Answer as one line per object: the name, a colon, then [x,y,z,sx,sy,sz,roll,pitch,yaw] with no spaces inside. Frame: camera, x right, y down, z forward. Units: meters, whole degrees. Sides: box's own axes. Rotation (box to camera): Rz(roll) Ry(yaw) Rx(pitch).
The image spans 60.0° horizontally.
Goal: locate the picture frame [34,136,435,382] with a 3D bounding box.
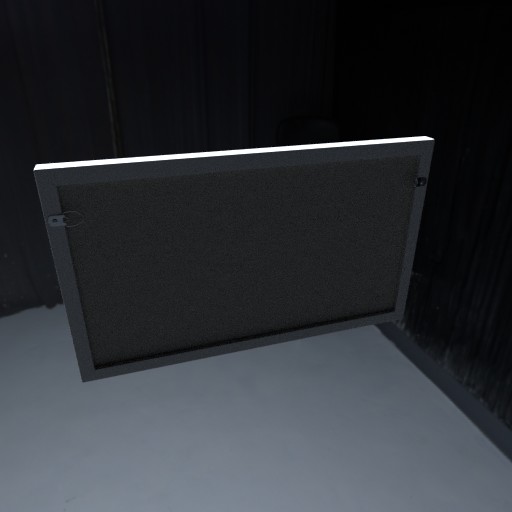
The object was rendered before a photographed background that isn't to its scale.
picture frame: [0.000,0.000,0.791,0.647,0.379,0.044,-8,28,-16]
